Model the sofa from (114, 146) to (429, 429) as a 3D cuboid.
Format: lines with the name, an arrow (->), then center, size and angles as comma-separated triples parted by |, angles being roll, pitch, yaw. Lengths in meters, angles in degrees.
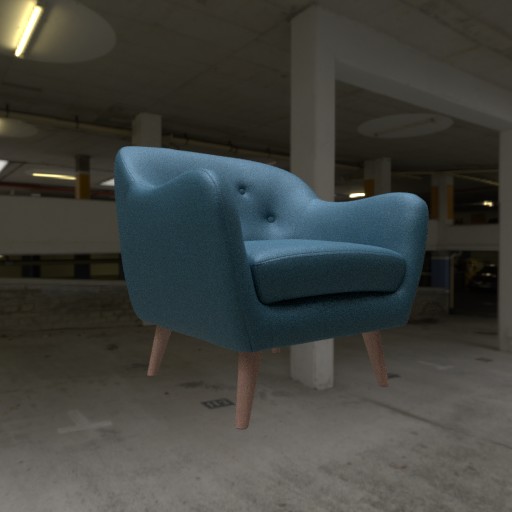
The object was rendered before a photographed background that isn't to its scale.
sofa -> 0.000, 0.000, 1.490 | 0.836, 0.817, 0.825 | -1, 2, -36
